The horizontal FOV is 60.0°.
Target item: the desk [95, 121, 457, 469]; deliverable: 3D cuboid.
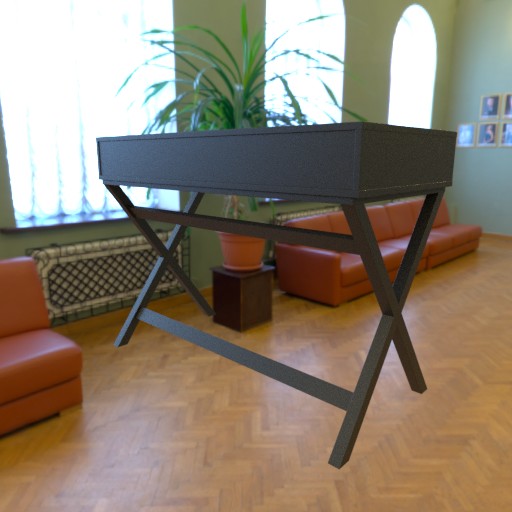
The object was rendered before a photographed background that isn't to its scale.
[{"bbox_3d":[0.000,0.000,1.479,1.057,0.780,0.525,12,17,42],"label":"desk"}]
